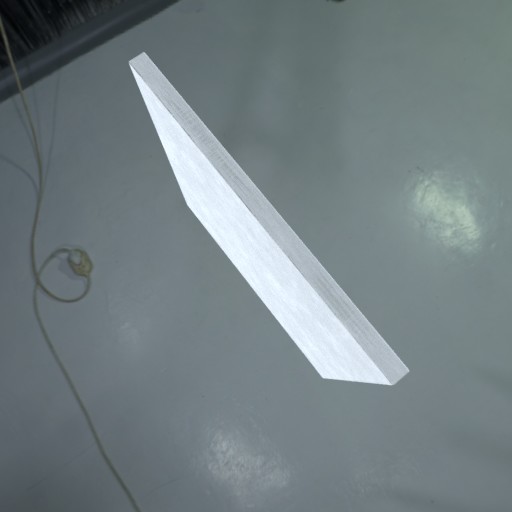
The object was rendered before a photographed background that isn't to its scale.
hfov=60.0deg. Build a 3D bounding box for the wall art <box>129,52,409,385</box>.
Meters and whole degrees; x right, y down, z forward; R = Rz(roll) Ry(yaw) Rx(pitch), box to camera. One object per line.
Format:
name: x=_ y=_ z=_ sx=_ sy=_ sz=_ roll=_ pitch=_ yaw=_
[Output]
wall art: x=0.000 y=0.000 z=0.458 sx=0.015 sy=0.303 sz=0.303 roll=-37 pitch=78 yaw=-9
